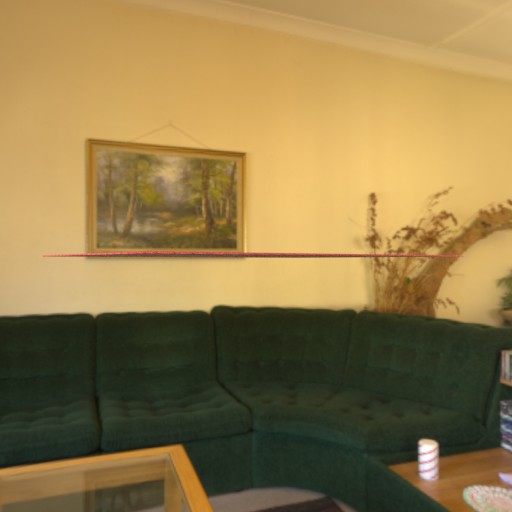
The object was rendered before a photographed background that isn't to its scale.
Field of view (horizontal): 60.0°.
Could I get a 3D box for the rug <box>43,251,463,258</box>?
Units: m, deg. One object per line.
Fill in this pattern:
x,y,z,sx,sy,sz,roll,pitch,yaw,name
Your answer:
0.000,0.000,4.288,3.306,0.011,2.389,0,-1,-37,rug
